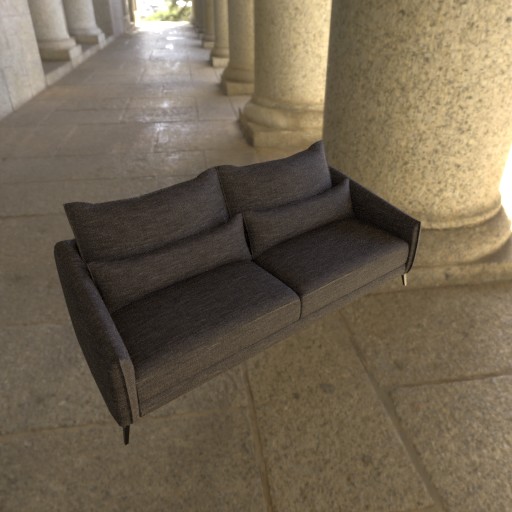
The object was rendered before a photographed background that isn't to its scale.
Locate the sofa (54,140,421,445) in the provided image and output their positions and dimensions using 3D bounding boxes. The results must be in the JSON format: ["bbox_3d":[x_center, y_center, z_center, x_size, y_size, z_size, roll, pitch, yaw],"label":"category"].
[{"bbox_3d":[0.000,0.000,2.467,2.019,0.843,0.807,-22,37,-32],"label":"sofa"}]
